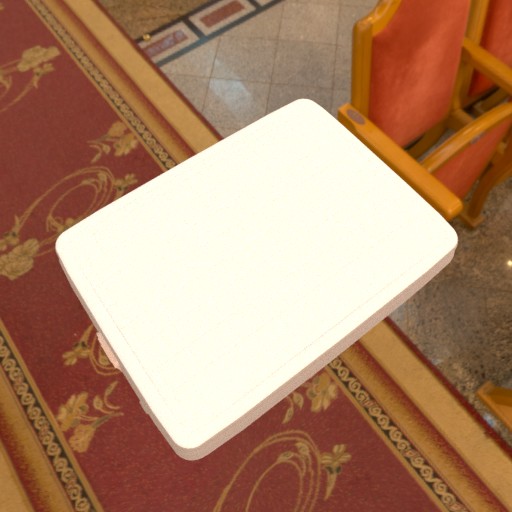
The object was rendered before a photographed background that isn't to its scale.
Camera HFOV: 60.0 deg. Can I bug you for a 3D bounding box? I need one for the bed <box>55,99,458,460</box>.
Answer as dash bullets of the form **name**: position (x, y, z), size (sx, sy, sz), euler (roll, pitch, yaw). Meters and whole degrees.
- **bed**: position (0.000, 0.000, 2.714), size (2.036, 0.460, 1.520), euler (-34, 68, -16)
